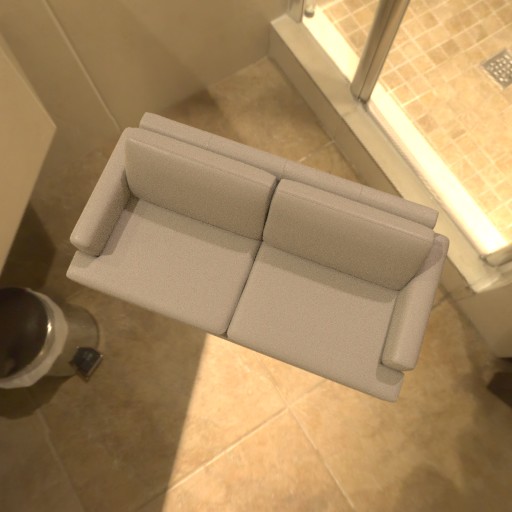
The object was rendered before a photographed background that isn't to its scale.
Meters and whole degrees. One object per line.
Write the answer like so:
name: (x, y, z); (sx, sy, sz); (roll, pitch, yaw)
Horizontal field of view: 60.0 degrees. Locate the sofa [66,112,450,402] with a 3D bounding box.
sofa: (0.000, 0.000, 2.488); (1.940, 0.765, 0.974); (20, 76, 5)
